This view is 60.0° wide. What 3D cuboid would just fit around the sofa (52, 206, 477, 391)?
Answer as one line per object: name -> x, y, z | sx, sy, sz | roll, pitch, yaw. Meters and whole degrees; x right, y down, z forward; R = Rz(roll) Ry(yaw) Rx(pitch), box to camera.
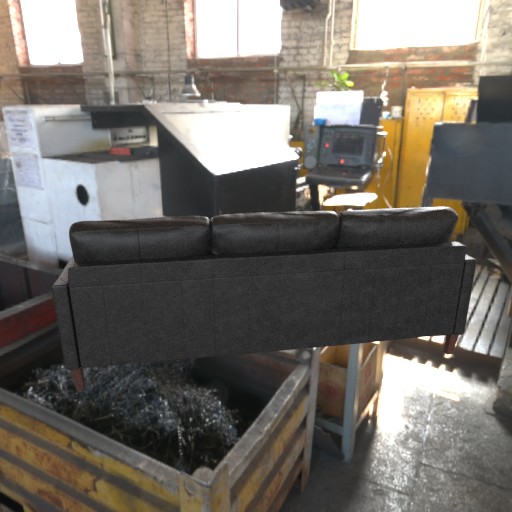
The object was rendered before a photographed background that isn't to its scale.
sofa -> 0.000, 0.000, 2.951 | 2.178, 0.876, 1.497 | -3, 19, -9
